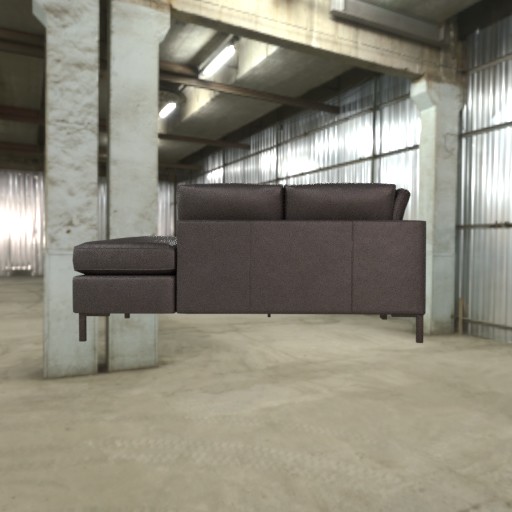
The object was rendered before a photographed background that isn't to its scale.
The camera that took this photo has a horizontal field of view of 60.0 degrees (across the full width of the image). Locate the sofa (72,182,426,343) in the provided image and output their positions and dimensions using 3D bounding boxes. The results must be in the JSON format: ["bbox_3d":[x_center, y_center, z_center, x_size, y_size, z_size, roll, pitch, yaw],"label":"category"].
[{"bbox_3d":[0.000,0.000,3.852,1.938,0.877,2.984,0,1,2],"label":"sofa"}]
